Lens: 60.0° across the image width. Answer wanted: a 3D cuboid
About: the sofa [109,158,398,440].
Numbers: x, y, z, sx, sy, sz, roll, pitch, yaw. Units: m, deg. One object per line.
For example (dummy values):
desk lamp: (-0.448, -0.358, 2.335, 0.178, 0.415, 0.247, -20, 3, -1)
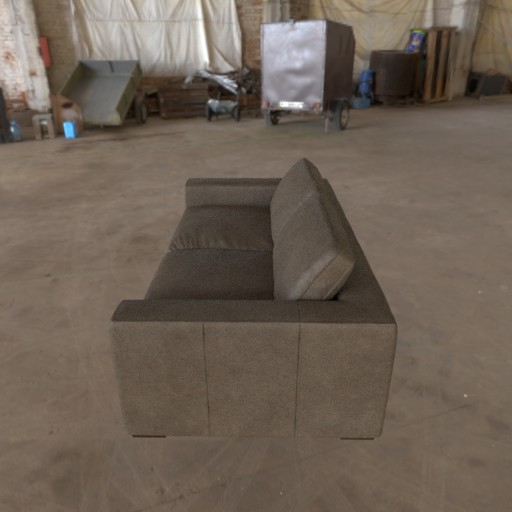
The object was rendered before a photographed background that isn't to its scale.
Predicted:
sofa: (0.000, 0.000, 2.493, 1.070, 0.800, 1.920, 0, 25, 1)
